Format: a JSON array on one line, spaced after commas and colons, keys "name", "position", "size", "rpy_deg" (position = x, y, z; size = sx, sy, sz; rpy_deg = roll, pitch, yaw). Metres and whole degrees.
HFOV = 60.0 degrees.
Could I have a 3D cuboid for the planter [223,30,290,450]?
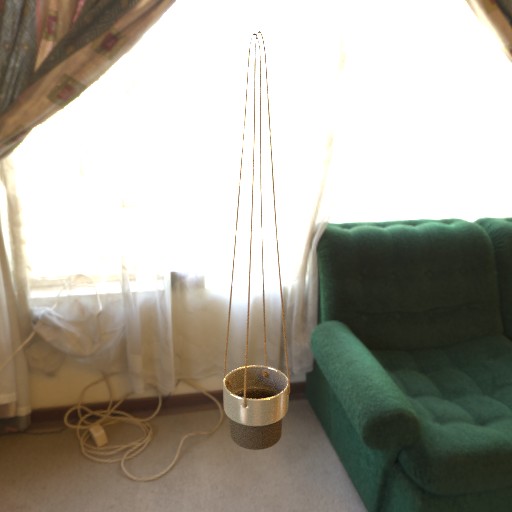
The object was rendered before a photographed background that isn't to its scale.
[{"name": "planter", "position": [0.000, 0.000, 1.164], "size": [0.187, 1.073, 0.187], "rpy_deg": [-7, 17, -26]}]
